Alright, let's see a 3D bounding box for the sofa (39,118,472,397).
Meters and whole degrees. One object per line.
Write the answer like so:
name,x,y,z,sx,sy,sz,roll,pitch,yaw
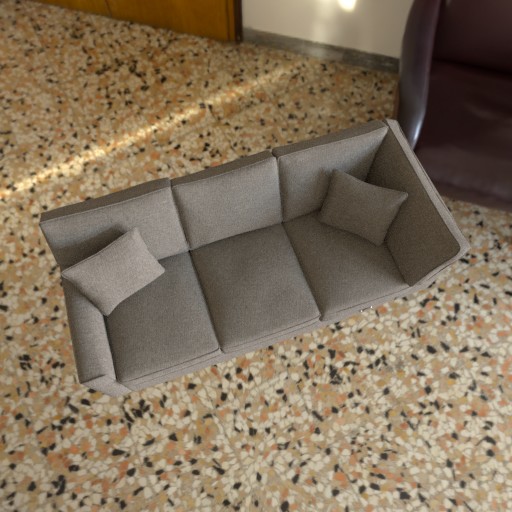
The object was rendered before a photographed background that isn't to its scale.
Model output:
sofa,0.000,0.000,2.837,2.317,0.962,1.061,-18,67,-8
